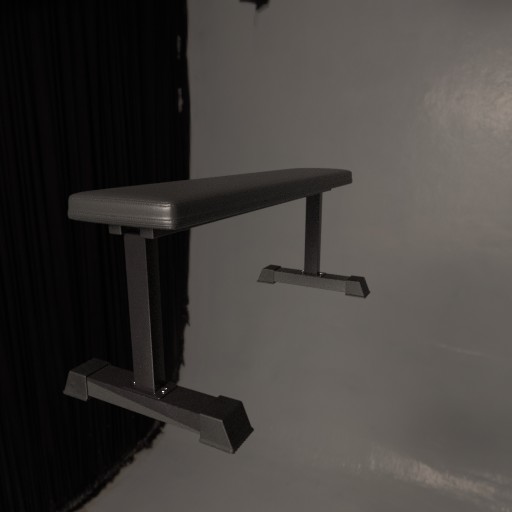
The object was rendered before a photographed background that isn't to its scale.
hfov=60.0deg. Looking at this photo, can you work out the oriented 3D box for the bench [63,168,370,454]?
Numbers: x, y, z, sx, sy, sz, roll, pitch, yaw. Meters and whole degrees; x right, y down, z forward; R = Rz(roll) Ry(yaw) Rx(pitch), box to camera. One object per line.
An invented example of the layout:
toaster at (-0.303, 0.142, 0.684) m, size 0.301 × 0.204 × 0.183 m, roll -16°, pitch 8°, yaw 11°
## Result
bench at (0.000, 0.000, 1.267) m, size 0.439 × 0.453 × 1.072 m, roll 7°, pitch 16°, yaw 27°
